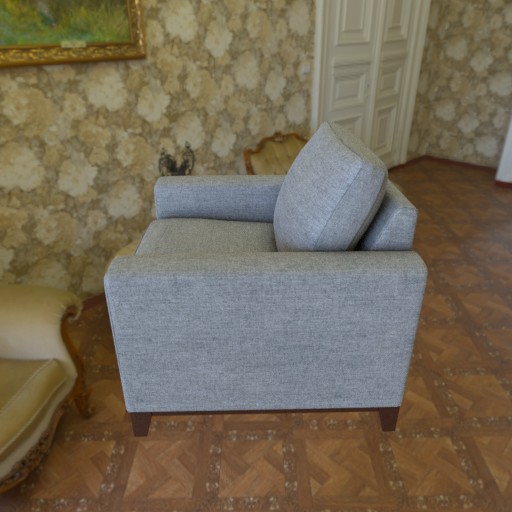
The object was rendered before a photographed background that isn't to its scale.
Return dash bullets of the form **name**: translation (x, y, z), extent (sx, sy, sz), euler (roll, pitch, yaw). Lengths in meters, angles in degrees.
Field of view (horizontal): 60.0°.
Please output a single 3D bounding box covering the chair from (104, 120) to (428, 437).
- **chair**: translation (0.000, 0.000, 1.880), extent (1.038, 1.010, 1.024), euler (-1, 27, -1)
